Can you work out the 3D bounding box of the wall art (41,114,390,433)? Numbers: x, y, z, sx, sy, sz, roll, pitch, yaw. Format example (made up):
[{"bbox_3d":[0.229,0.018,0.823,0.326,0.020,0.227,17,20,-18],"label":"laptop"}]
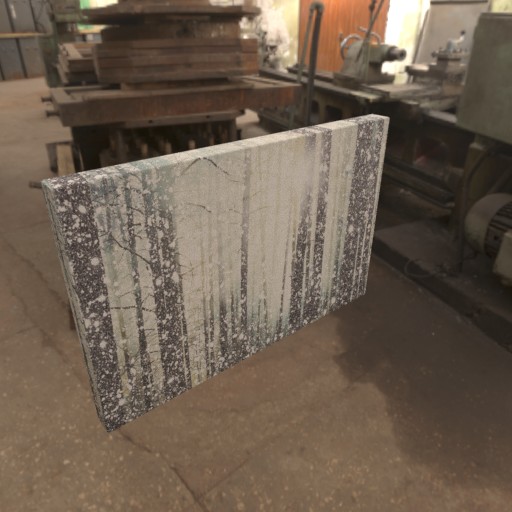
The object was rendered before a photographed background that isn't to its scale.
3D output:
[{"bbox_3d":[0.000,0.000,0.771,0.618,0.398,0.042,-21,35,-33],"label":"wall art"}]
